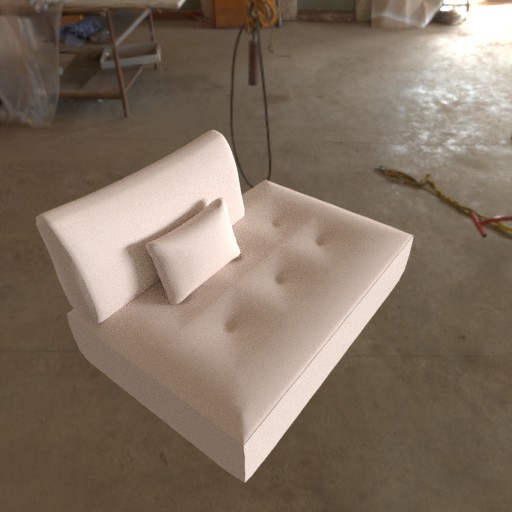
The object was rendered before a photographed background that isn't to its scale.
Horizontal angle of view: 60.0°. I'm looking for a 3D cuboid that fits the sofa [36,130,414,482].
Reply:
[{"bbox_3d":[0.000,0.000,2.066,1.000,0.820,1.450,26,46,28],"label":"sofa"}]
